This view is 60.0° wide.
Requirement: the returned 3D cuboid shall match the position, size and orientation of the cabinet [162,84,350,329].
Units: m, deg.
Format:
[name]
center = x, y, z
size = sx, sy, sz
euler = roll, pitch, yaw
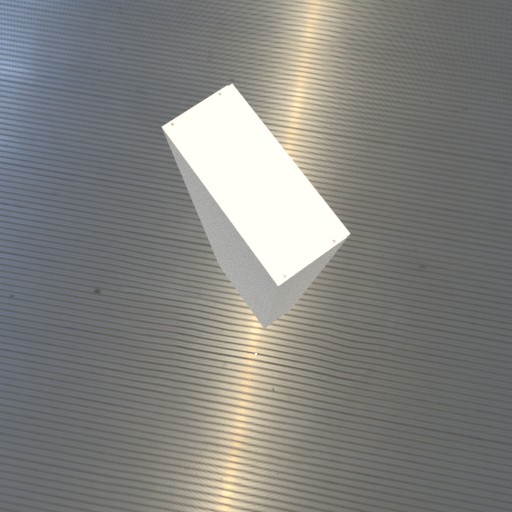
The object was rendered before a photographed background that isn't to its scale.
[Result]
[cabinet]
center = 0.000, 0.000, 1.966
size = 0.230, 1.790, 0.500
euler = -35, 80, -7
